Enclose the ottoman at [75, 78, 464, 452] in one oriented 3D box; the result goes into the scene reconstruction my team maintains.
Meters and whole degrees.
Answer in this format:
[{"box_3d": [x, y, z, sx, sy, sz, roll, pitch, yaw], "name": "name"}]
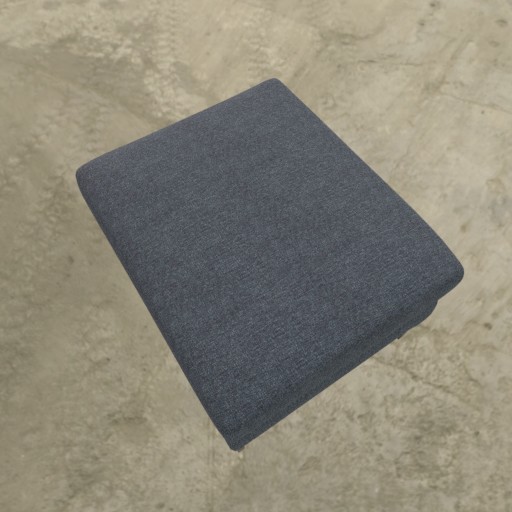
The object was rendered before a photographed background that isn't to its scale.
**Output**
[{"box_3d": [0.000, 0.000, 1.311, 0.695, 0.533, 0.831, -30, 65, -16], "name": "ottoman"}]
